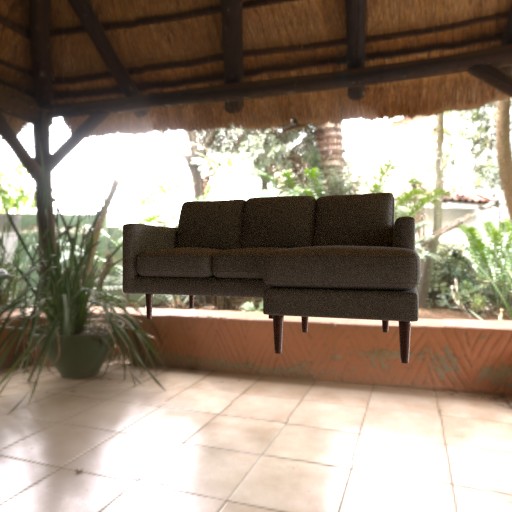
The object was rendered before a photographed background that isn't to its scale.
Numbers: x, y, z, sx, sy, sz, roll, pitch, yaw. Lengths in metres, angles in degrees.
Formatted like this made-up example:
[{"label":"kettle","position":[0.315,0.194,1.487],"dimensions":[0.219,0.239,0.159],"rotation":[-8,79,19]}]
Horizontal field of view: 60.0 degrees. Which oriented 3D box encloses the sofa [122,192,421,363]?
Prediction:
[{"label":"sofa","position":[0.000,0.000,3.008],"dimensions":[2.055,0.957,1.667],"rotation":[0,0,19]}]
